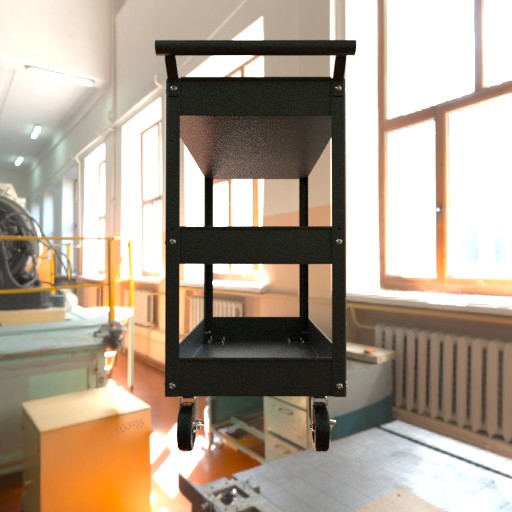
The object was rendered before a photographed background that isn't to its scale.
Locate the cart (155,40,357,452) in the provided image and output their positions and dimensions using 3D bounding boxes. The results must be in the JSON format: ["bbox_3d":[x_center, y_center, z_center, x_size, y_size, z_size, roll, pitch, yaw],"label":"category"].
[{"bbox_3d":[0.000,0.000,1.154,0.366,0.780,0.719,0,-1,0],"label":"cart"}]
